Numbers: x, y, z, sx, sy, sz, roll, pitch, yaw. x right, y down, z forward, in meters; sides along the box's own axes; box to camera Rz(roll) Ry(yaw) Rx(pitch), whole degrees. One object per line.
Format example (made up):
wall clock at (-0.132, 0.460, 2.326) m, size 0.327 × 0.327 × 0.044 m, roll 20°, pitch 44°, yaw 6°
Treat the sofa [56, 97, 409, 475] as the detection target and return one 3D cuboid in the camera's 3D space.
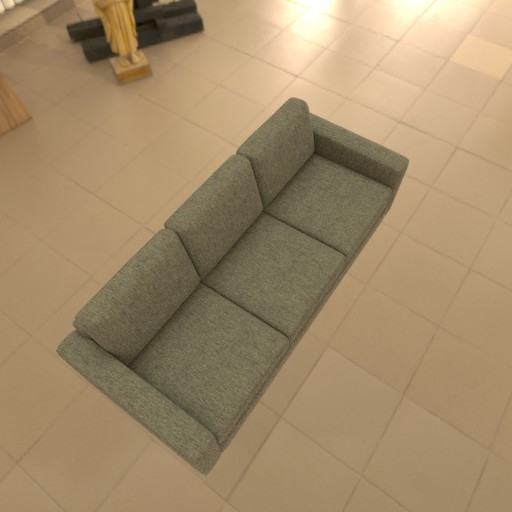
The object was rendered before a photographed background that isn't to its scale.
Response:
sofa at (0.000, 0.000, 2.598) m, size 0.900 × 0.800 × 2.160 m, roll 31°, pitch 63°, yaw 18°
